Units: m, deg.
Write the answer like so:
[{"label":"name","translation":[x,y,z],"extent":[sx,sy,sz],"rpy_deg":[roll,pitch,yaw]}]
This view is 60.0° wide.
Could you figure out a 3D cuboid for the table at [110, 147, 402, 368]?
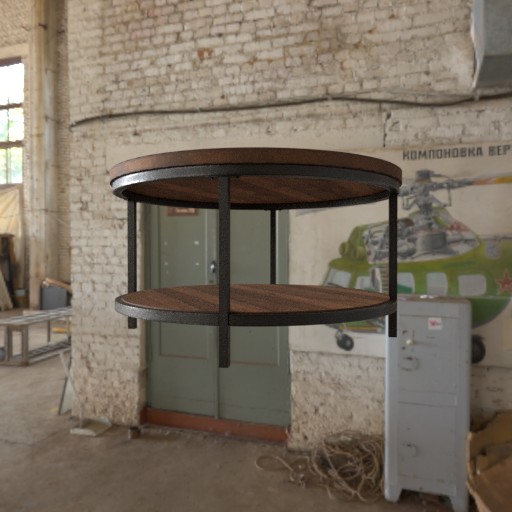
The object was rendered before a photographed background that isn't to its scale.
[{"label":"table","translation":[0.000,0.000,1.339],"extent":[0.837,0.462,0.837],"rpy_deg":[0,1,0]}]
